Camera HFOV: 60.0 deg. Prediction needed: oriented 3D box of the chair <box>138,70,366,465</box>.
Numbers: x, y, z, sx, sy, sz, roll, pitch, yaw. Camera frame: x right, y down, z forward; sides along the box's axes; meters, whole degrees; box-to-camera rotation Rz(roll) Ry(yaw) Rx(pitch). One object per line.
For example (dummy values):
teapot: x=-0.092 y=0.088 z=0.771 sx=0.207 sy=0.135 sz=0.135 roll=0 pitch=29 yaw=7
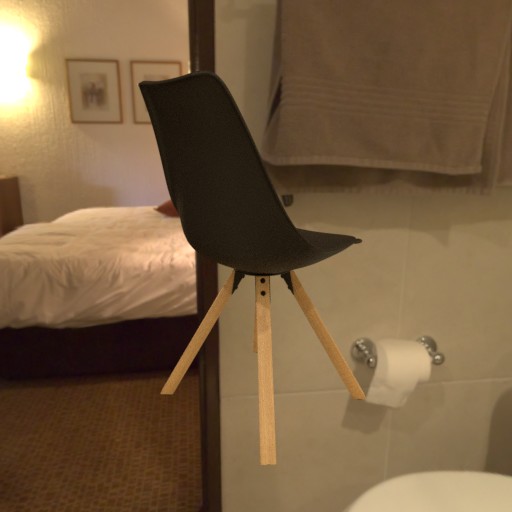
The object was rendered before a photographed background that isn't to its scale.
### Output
chair: x=0.000 y=0.000 z=1.184 sx=0.549 sy=0.850 sz=0.485 roll=-14 pitch=20 yaw=-43
